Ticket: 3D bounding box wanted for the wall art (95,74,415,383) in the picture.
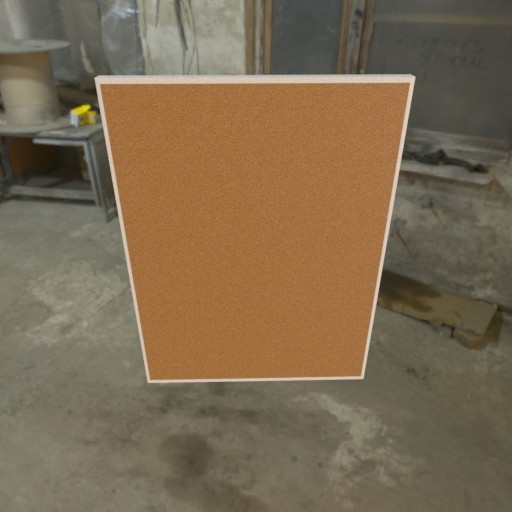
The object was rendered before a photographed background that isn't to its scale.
[{"bbox_3d":[0.000,0.000,1.380,0.795,1.050,0.039,-1,31,-1],"label":"wall art"}]
